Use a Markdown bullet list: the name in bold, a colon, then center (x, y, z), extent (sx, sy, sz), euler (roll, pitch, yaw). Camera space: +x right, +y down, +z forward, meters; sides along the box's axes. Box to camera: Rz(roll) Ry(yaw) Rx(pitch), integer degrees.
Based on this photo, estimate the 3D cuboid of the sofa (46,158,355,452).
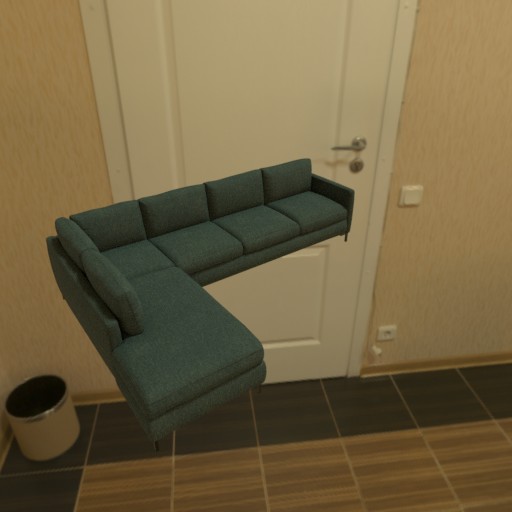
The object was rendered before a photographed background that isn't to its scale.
- **sofa**: center (0.000, 0.000, 3.823), extent (2.949, 0.815, 2.007), euler (-20, 35, -31)
